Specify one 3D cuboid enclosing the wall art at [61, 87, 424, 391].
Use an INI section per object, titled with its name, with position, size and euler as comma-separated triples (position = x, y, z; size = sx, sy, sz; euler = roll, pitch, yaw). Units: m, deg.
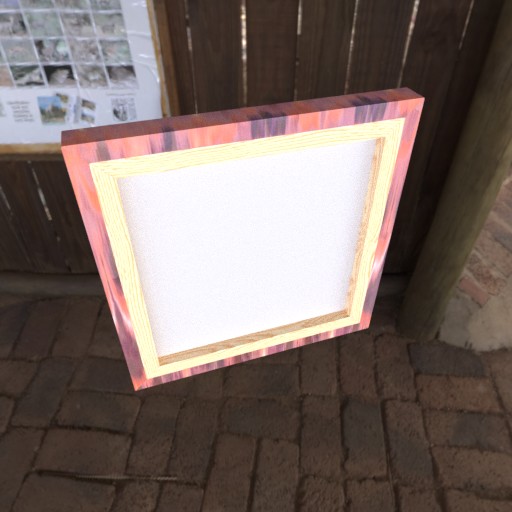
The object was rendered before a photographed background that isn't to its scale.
[wall art]
position = 0.000, 0.000, 0.613
size = 0.403, 0.406, 0.038
euler = -12, 41, -14
